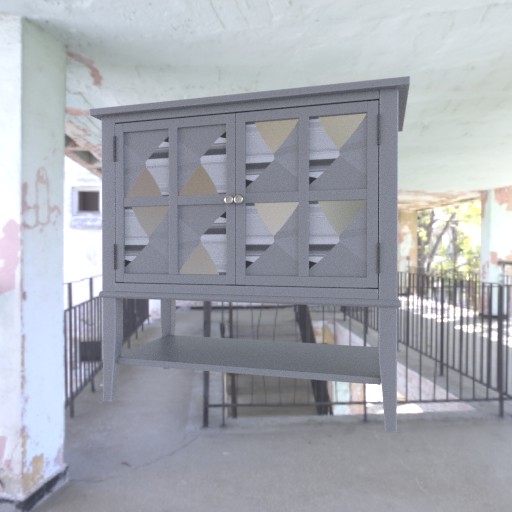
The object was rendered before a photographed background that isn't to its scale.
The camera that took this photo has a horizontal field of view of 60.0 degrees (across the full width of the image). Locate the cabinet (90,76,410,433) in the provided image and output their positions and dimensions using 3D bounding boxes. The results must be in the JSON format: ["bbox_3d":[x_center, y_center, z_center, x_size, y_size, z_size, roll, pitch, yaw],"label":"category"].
[{"bbox_3d":[0.000,0.000,1.256,0.801,0.780,0.396,0,1,16],"label":"cabinet"}]
